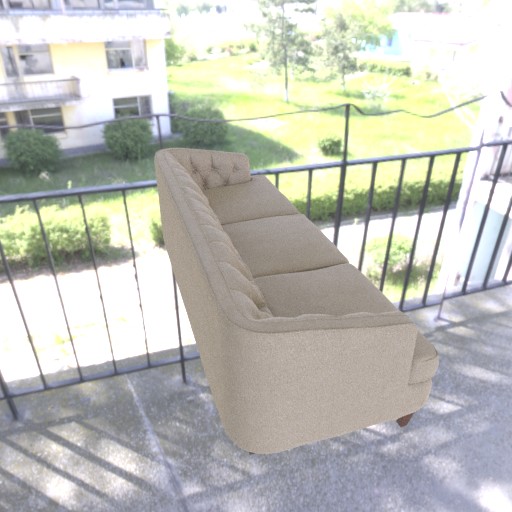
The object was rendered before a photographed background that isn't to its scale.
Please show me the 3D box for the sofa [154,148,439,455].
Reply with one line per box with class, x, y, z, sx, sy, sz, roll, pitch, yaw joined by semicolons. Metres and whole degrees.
sofa;0.000;0.000;2.633;0.913;0.788;2.235;-9;32;-16
